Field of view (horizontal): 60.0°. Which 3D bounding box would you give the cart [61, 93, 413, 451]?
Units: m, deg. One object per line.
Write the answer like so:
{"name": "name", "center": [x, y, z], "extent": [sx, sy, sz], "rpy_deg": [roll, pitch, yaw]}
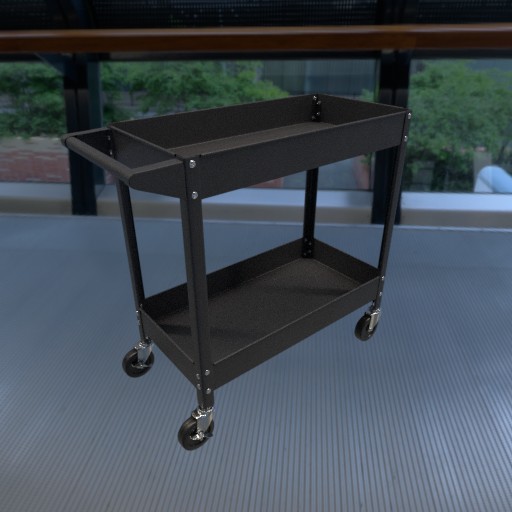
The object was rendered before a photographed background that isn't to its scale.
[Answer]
{"name": "cart", "center": [0.000, 0.000, 1.191], "extent": [0.779, 0.719, 0.366], "rpy_deg": [-21, 35, -33]}
